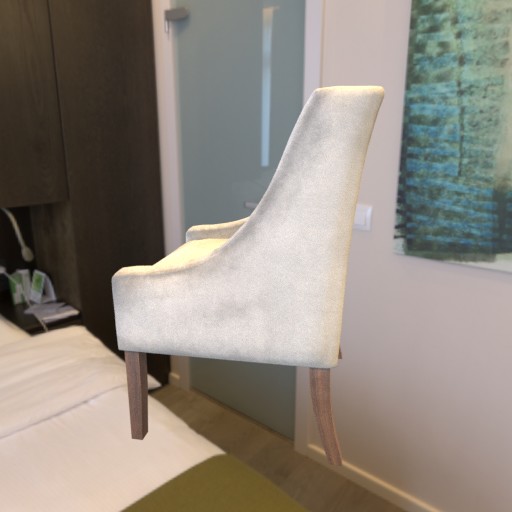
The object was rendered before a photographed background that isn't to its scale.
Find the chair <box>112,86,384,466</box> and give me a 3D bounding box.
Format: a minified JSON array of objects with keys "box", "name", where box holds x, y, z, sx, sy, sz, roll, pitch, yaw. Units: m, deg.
[{"box":[0.000,0.000,1.320,0.629,0.895,0.629,3,15,10],"name":"chair"}]
